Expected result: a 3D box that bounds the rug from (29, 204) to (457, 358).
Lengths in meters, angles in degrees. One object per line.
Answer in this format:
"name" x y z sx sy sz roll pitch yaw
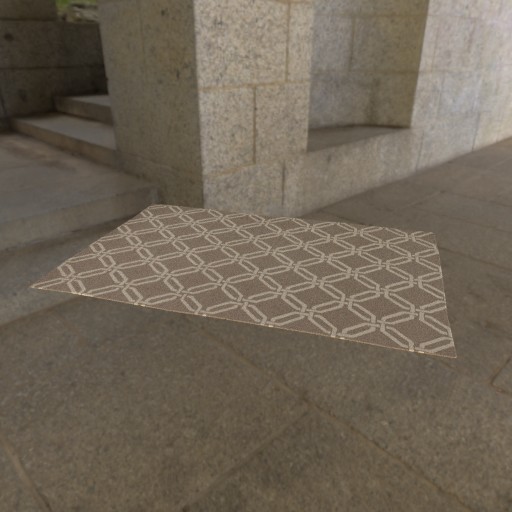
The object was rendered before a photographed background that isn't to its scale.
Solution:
"rug" 0.000 0.000 2.200 1.748 0.010 1.142 7 27 15
